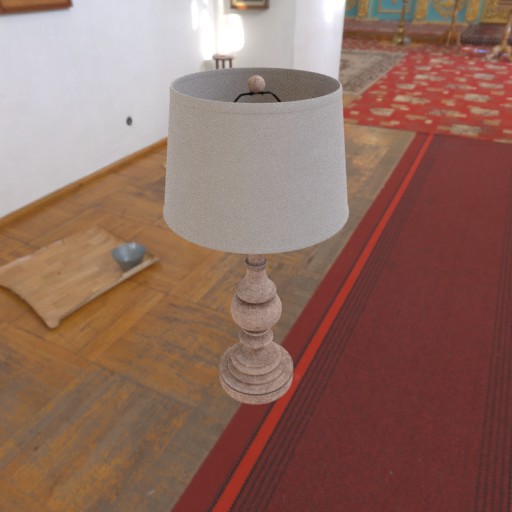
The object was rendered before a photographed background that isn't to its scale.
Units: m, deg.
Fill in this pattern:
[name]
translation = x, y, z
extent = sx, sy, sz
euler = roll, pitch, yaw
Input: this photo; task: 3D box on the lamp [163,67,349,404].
[lamp]
translation = 0.000, 0.000, 0.884
extent = 0.340, 0.678, 0.340
euler = 0, 33, 0
